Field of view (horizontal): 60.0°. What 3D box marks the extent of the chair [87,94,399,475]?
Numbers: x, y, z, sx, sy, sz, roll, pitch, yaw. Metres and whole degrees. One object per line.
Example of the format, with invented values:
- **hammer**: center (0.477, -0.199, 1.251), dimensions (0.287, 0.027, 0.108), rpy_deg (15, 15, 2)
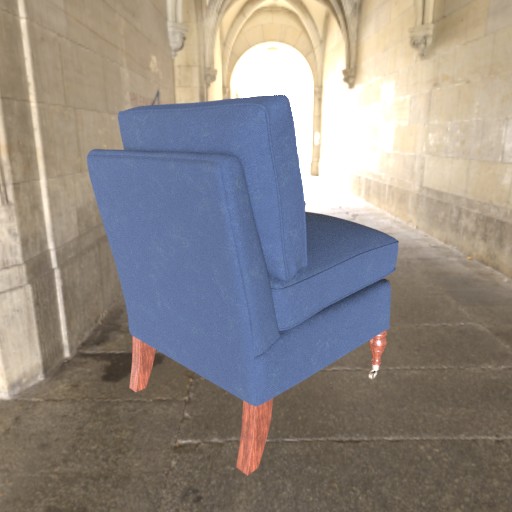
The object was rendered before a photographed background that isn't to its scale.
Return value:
- **chair**: center (0.000, 0.000, 1.625), dimensions (0.724, 1.052, 0.912), rpy_deg (14, 21, 43)
